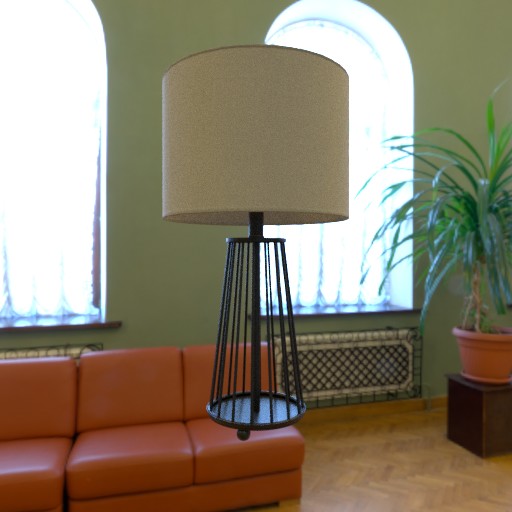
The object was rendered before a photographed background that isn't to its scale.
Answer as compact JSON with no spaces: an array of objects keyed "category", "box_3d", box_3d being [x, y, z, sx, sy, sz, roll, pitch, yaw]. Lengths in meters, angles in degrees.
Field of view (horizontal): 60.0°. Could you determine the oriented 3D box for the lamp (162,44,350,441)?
[{"category":"lamp","box_3d":[0.000,0.000,0.779,0.322,0.593,0.322,0,0,-18]}]
